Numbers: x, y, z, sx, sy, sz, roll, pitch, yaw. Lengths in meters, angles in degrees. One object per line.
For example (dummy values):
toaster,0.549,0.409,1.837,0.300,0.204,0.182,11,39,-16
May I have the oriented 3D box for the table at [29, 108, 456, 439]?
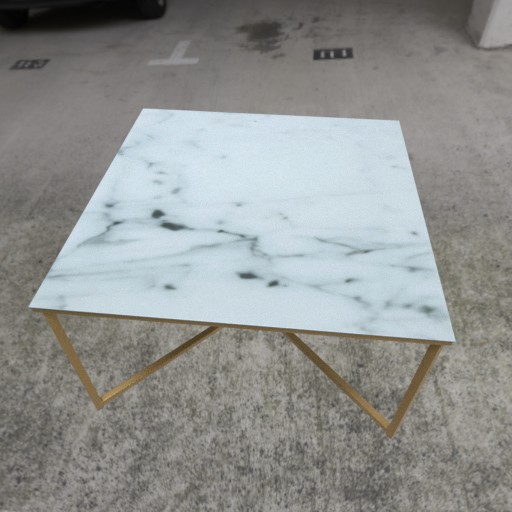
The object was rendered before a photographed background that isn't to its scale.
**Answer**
table,0.000,0.000,1.262,0.800,0.450,0.800,4,46,4
